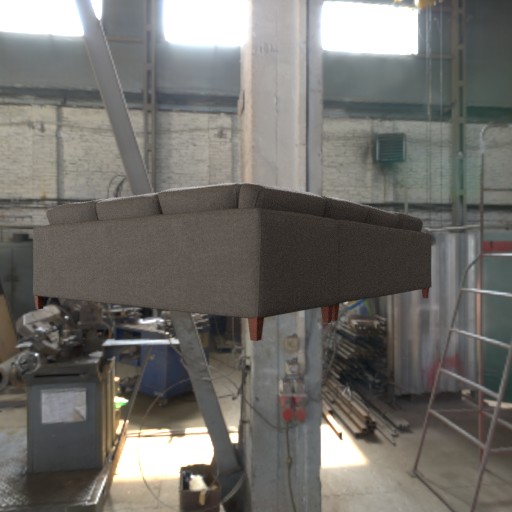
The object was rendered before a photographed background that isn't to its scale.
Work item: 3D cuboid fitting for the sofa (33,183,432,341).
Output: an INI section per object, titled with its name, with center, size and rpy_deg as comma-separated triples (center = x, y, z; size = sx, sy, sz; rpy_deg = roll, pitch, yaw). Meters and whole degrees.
[sofa]
center = 0.000, 0.000, 4.482
size = 2.593, 0.947, 3.302
rpy_deg = 0, 0, 37
